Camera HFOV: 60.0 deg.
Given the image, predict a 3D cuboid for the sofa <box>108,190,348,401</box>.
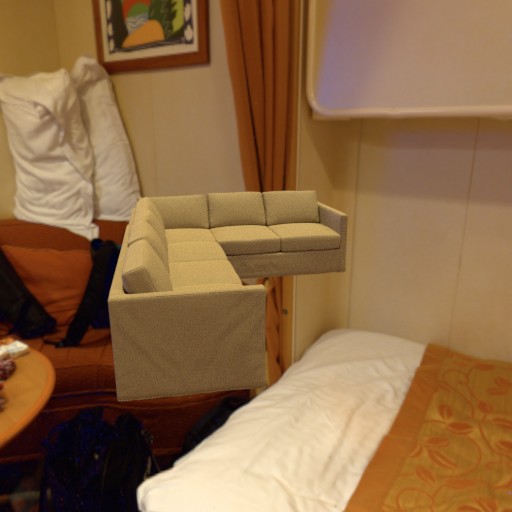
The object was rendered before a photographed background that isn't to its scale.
[{"bbox_3d":[0.000,0.000,4.294,2.432,0.871,3.182,-4,16,-12],"label":"sofa"}]
